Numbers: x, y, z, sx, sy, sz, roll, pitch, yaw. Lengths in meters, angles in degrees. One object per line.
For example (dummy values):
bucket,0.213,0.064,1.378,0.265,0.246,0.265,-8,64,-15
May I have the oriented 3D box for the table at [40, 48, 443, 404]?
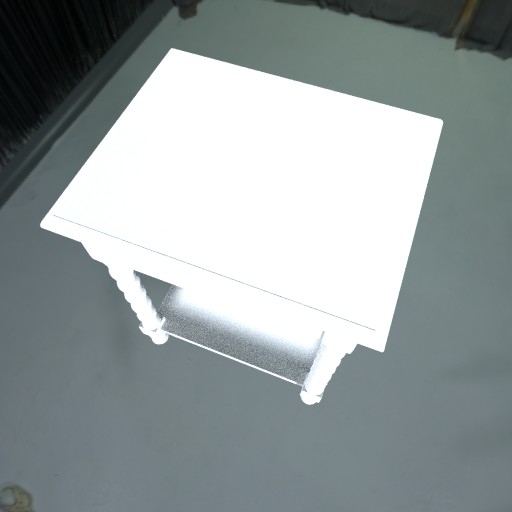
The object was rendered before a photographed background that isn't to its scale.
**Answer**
table,0.000,0.000,0.845,0.460,0.531,0.381,19,63,10
